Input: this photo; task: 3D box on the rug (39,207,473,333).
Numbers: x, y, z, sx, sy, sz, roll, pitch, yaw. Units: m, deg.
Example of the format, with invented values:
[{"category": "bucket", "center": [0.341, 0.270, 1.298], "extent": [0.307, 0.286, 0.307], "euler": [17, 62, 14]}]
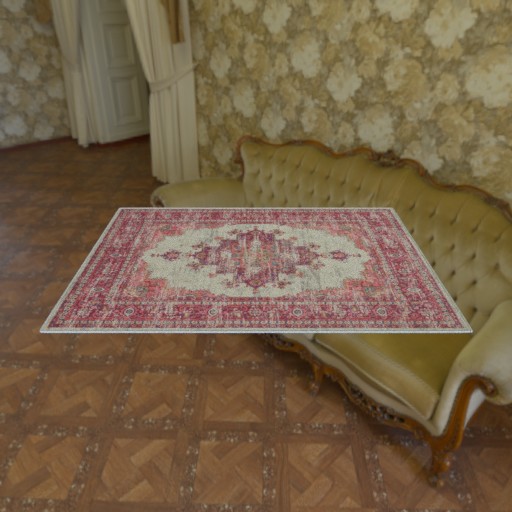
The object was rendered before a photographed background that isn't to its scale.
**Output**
[{"category": "rug", "center": [0.000, 0.000, 3.794], "extent": [2.878, 0.014, 2.005], "euler": [0, 30, 0]}]
